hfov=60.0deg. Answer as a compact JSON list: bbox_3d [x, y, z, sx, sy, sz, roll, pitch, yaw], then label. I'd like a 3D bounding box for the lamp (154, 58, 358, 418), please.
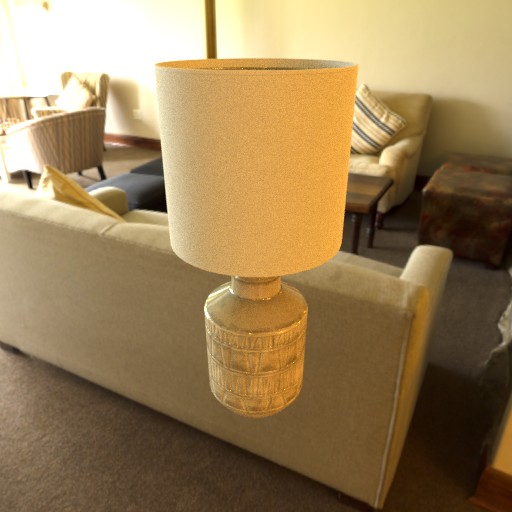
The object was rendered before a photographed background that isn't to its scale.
[{"bbox_3d":[0.000,0.000,0.569,0.211,0.455,0.211,-9,28,-17],"label":"lamp"}]
